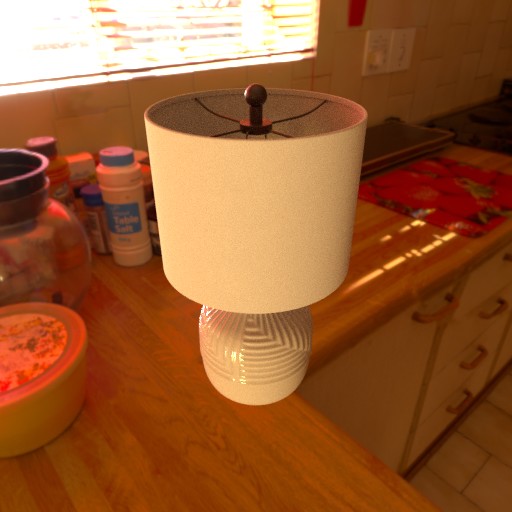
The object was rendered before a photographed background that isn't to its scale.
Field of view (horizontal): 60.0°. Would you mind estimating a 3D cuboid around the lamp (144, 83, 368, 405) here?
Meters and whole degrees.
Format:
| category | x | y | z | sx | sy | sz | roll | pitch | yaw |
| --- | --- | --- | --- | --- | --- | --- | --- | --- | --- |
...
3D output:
| category | x | y | z | sx | sy | sz | roll | pitch | yaw |
| --- | --- | --- | --- | --- | --- | --- | --- | --- | --- |
| lamp | 0.000 | 0.000 | 0.772 | 0.318 | 0.567 | 0.318 | 0 | 31 | 0 |
